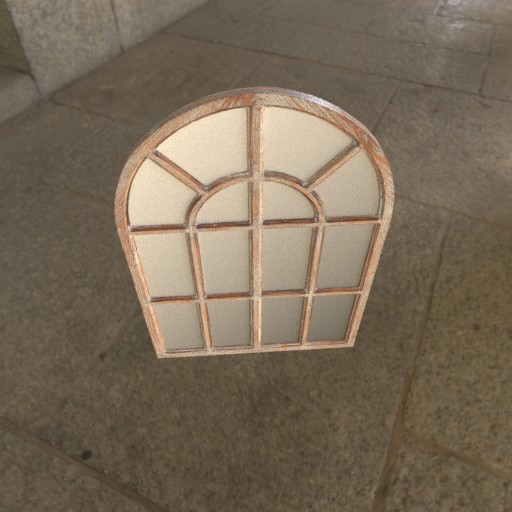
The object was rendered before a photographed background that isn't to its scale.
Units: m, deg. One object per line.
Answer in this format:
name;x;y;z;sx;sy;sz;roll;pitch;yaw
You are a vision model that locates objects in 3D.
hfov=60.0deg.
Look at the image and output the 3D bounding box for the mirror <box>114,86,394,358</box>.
mirror;0.000;0.000;1.170;0.660;0.920;0.032;-3;47;-3
